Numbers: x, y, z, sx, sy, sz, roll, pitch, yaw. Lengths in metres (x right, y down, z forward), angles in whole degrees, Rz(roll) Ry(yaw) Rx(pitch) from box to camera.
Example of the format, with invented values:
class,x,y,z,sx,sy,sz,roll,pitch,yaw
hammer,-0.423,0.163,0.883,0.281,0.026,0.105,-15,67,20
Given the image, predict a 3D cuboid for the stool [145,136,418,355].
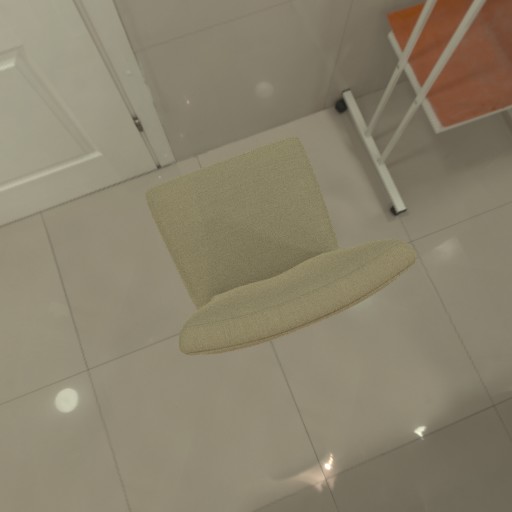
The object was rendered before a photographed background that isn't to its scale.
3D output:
class,x,y,z,sx,sy,sz,roll,pitch,yaw
stool,0.000,0.000,1.430,0.514,1.086,0.574,-21,77,-5
